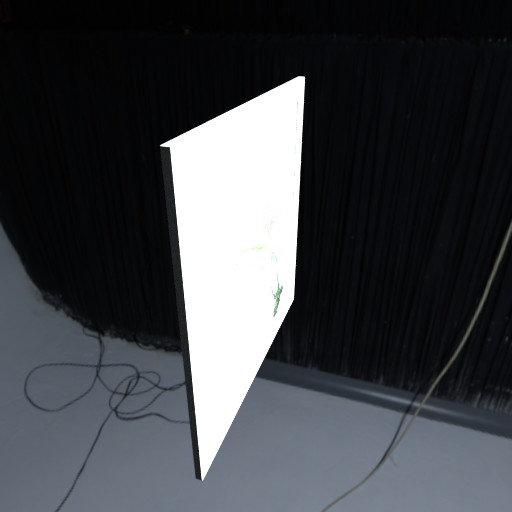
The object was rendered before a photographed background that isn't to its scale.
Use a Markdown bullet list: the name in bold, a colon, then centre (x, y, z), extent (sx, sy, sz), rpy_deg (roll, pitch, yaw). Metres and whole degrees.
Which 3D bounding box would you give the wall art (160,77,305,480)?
- **wall art**: centre (0.000, 0.000, 0.870), extent (0.013, 0.584, 0.584), rpy_deg (10, 31, 17)
